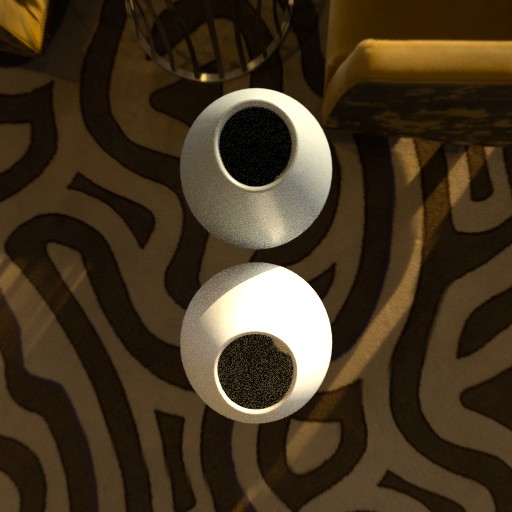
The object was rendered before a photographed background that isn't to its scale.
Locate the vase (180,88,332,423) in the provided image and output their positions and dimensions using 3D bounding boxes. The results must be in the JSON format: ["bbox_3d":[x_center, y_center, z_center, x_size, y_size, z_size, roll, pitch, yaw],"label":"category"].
[{"bbox_3d":[0.000,0.000,0.252,0.089,0.131,0.187,0,90,0],"label":"vase"}]
